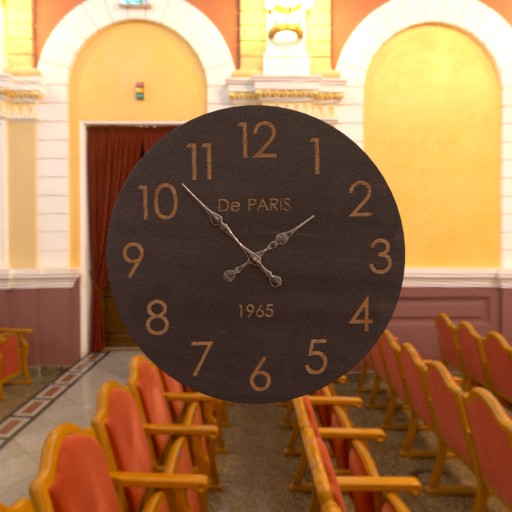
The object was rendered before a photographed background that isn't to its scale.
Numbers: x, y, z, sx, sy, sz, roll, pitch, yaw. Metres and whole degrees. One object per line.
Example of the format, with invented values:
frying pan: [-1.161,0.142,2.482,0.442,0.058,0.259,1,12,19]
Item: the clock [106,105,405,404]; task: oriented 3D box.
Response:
clock: [0.000,0.000,0.887,0.595,0.595,0.029,0,2,0]
